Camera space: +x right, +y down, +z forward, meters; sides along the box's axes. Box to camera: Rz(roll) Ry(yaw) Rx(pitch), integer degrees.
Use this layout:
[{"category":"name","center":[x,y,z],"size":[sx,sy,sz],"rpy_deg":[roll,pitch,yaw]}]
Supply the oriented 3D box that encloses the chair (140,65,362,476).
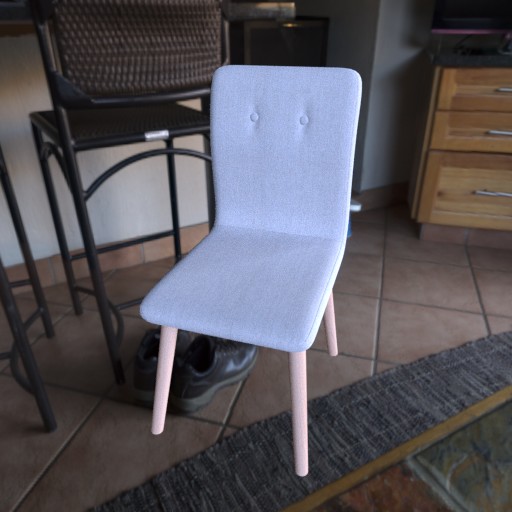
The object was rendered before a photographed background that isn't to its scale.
[{"category":"chair","center":[0.000,0.000,1.165],"size":[0.435,0.885,0.550],"rpy_deg":[9,28,16]}]
